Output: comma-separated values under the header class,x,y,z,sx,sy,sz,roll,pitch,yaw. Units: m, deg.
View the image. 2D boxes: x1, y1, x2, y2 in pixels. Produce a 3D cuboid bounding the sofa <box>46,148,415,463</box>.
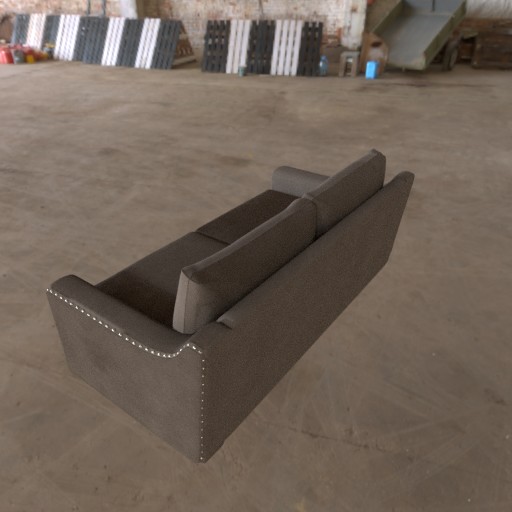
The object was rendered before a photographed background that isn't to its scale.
class,x,y,z,sx,sy,sz,roll,pitch,yaw
sofa,0.000,0.000,3.264,1.336,1.196,2.550,21,38,30
